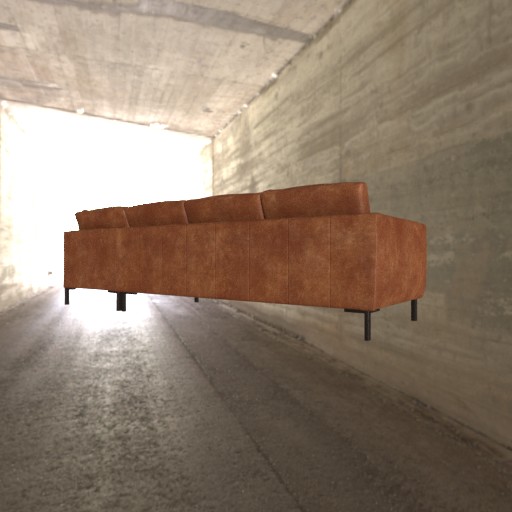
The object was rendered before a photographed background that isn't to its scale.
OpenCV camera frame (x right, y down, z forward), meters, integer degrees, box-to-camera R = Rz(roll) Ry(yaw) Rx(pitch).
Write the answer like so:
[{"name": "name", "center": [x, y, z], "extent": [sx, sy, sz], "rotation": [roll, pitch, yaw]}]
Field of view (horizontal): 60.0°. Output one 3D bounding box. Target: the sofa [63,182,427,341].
[{"name": "sofa", "center": [0.000, 0.000, 3.888], "extent": [2.984, 0.877, 1.938], "rotation": [0, 0, 37]}]
